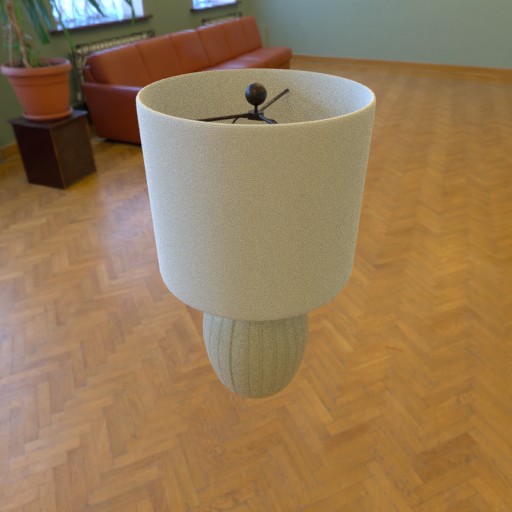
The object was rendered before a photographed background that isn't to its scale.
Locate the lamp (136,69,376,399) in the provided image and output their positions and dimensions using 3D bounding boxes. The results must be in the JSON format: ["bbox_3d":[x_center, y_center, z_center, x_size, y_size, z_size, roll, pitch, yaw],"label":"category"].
[{"bbox_3d":[0.000,0.000,0.767,0.329,0.570,0.329,11,35,17],"label":"lamp"}]
